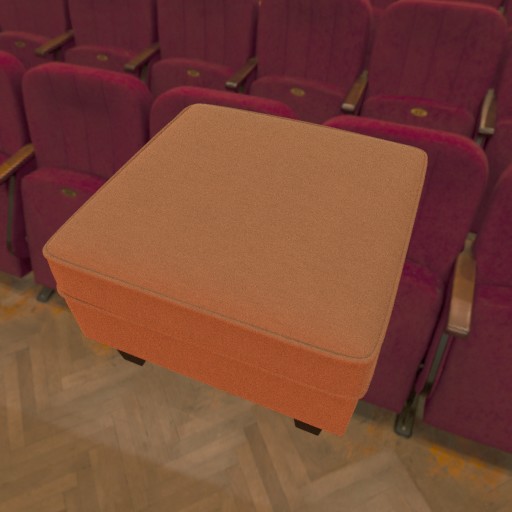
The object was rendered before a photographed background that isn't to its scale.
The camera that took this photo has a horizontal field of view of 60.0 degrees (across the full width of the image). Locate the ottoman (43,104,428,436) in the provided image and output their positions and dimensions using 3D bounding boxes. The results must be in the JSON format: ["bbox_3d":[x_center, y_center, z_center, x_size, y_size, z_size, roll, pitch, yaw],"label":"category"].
[{"bbox_3d":[0.000,0.000,1.014,0.616,0.438,0.613,17,48,15],"label":"ottoman"}]
